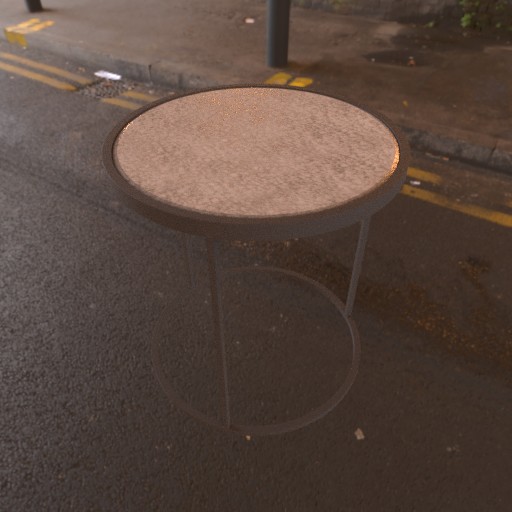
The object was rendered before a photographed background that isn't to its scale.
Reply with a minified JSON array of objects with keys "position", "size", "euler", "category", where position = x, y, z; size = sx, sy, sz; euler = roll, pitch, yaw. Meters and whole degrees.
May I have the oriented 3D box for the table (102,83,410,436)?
[{"position":[0.000,0.000,0.858],"size":[0.470,0.498,0.470],"euler":[0,40,0],"category":"table"}]
